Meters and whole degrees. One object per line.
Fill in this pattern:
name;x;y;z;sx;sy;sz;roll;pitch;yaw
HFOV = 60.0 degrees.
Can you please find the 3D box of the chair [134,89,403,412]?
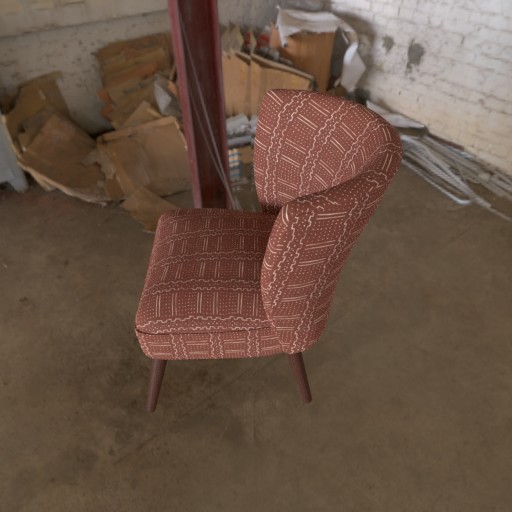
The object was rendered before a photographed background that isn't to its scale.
chair;0.000;0.000;1.437;0.758;0.866;0.706;-1;41;-1
